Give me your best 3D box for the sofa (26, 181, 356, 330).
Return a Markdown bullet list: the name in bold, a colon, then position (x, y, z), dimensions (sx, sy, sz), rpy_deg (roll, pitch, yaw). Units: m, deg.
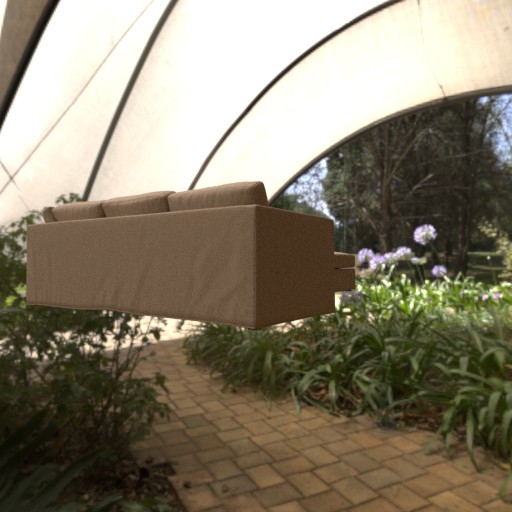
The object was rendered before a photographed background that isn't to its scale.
- **sofa**: position (0.000, 0.000, 4.522), dimensions (2.427, 0.882, 3.460), rpy_deg (0, -1, 35)
